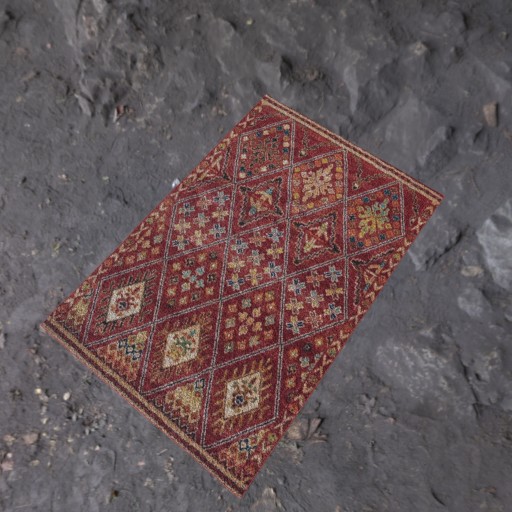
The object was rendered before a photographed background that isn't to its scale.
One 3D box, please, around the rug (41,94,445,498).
[{"bbox_3d":[0.000,0.000,2.837,1.521,0.026,2.286,34,70,14],"label":"rug"}]
